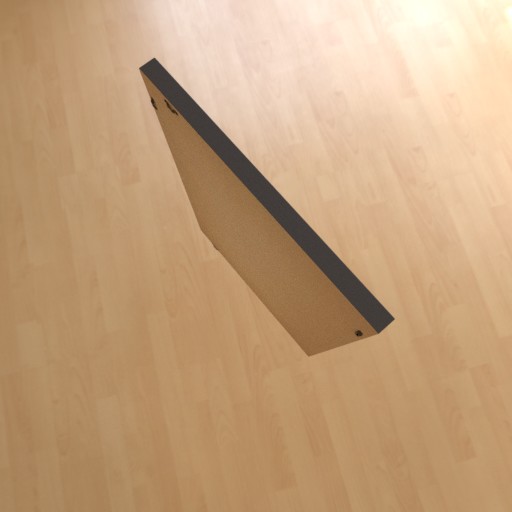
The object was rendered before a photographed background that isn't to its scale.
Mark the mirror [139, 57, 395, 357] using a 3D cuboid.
[{"bbox_3d":[0.000,0.000,1.170,0.040,0.915,0.609,-39,78,-10],"label":"mirror"}]
